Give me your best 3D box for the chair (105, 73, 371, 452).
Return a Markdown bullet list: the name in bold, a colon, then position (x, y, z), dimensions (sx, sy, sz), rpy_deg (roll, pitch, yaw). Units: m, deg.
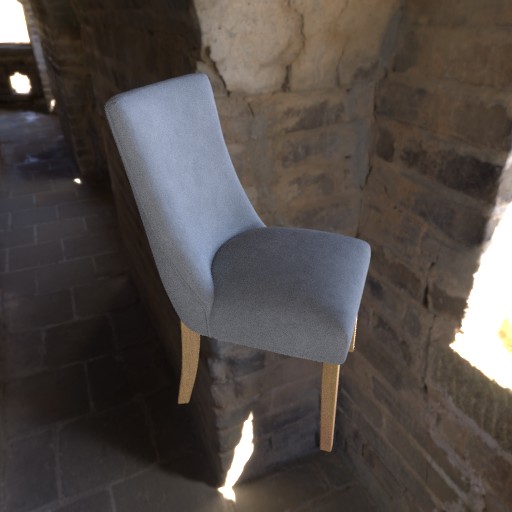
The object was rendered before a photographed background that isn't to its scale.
- **chair**: position (0.000, 0.000, 1.260), dimensions (0.610, 0.902, 0.495), rpy_deg (10, 31, 16)
